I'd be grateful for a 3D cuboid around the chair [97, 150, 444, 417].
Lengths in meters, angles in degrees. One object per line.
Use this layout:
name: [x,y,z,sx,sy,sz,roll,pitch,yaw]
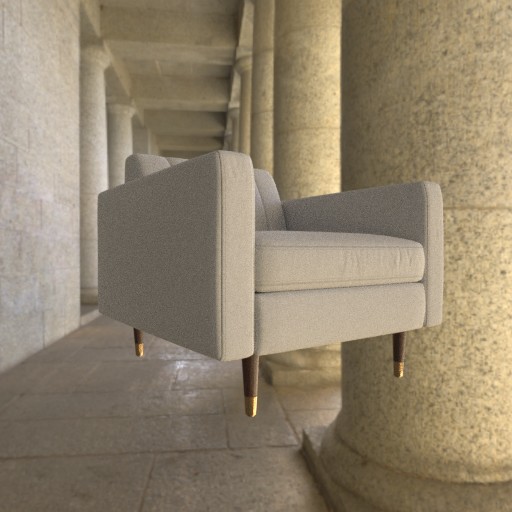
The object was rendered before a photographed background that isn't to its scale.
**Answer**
chair: [0.000,0.000,1.658,0.953,0.819,0.998,-1,1,-35]
